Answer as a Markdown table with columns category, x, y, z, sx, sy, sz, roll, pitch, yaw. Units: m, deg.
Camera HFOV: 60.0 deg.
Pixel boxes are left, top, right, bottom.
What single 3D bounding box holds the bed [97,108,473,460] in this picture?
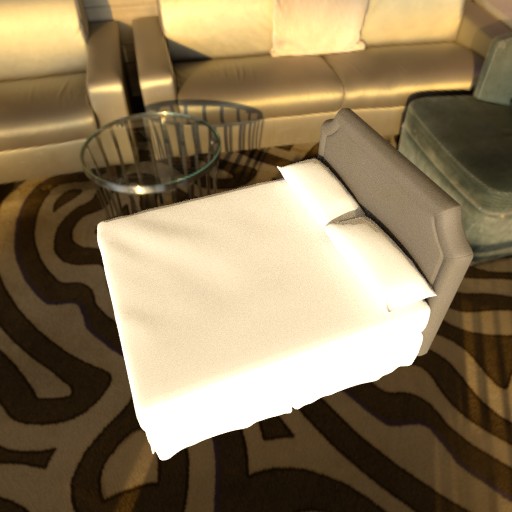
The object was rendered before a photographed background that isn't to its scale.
| category | x | y | z | sx | sy | sz | roll | pitch | yaw |
| --- | --- | --- | --- | --- | --- | --- | --- | --- | --- |
| bed | 0.000 | 0.000 | 3.853 | 2.536 | 1.561 | 2.194 | -16 | 47 | -15 |
